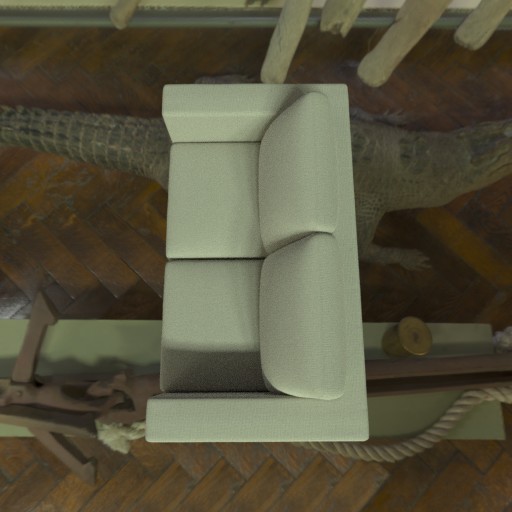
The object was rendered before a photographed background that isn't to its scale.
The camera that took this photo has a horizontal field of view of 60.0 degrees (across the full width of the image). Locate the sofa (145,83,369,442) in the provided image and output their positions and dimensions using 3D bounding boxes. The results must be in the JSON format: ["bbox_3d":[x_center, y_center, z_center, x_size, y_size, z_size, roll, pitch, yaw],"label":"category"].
[{"bbox_3d":[0.000,0.000,2.361,1.009,0.932,1.813,0,76,0],"label":"sofa"}]
